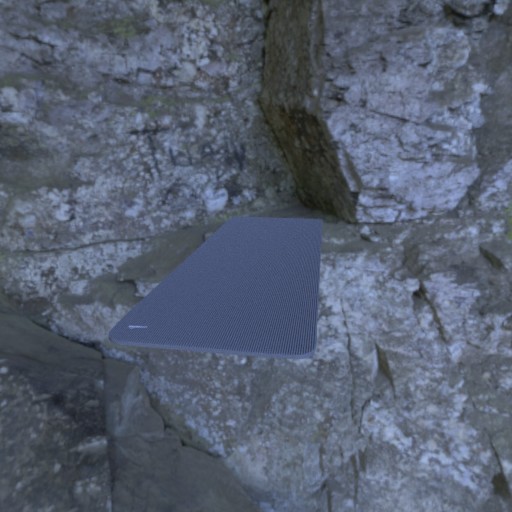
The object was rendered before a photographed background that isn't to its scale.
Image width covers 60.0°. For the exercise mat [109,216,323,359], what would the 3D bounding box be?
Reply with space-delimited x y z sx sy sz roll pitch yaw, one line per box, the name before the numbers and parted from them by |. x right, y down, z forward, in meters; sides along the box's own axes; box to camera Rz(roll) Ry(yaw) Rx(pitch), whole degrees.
exercise mat | 0.000 0.000 2.124 0.616 0.021 1.884 2 16 8
